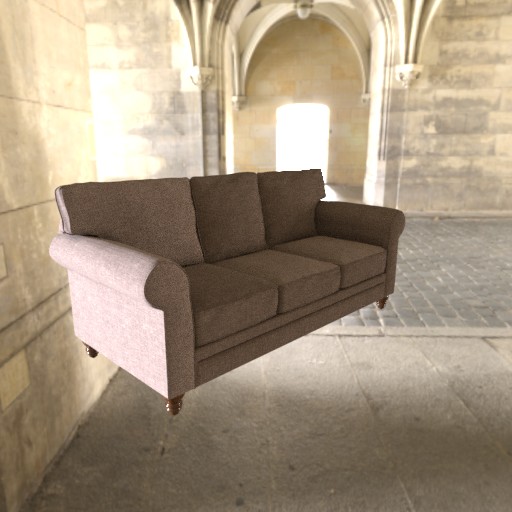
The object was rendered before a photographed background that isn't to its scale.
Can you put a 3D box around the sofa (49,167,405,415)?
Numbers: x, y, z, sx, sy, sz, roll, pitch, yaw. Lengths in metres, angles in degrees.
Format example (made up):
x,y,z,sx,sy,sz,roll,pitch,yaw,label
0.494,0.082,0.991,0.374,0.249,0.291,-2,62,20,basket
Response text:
x,y,z,sx,sy,sz,roll,pitch,yaw,label
0.000,0.000,2.669,0.916,0.961,2.084,14,19,43,sofa
